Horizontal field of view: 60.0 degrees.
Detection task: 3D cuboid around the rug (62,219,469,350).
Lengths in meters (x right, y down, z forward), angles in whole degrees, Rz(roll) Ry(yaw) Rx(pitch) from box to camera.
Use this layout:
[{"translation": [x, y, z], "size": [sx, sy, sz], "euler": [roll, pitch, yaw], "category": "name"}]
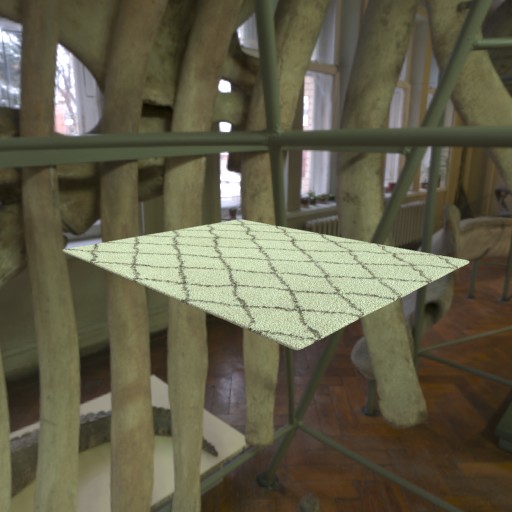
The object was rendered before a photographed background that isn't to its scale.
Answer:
[{"translation": [0.000, 0.000, 4.211], "size": [3.047, 0.029, 2.438], "euler": [14, 20, 43], "category": "rug"}]
